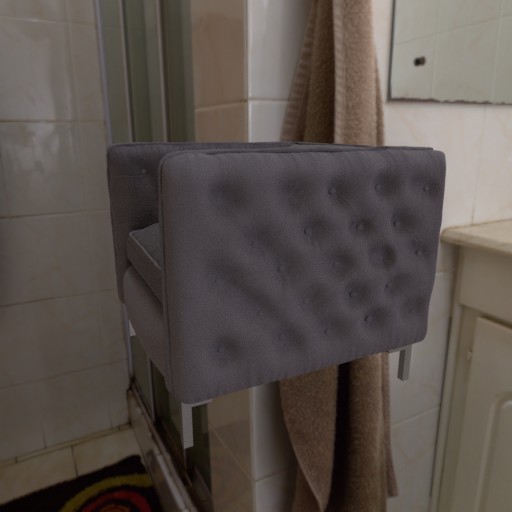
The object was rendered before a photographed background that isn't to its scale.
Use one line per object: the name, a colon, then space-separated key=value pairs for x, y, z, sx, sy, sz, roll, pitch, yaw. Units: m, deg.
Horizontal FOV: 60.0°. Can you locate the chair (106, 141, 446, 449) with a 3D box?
chair: x=0.000 y=0.000 z=1.641 sx=0.913 sy=0.807 sz=0.946 roll=-7 pitch=17 yaw=-25
